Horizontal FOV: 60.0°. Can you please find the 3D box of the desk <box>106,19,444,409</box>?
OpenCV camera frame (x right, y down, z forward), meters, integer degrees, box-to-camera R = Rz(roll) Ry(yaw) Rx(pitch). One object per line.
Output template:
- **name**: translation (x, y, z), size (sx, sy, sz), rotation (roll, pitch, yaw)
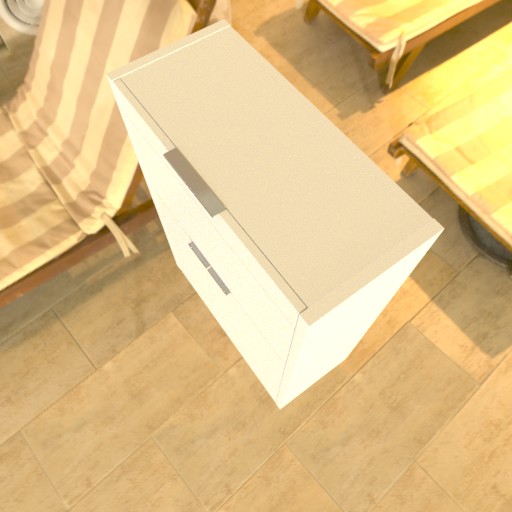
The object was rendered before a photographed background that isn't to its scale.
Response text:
- **desk**: translation (0.000, 0.000, 1.592), size (0.390, 1.190, 0.850), rotation (-33, 68, -15)
